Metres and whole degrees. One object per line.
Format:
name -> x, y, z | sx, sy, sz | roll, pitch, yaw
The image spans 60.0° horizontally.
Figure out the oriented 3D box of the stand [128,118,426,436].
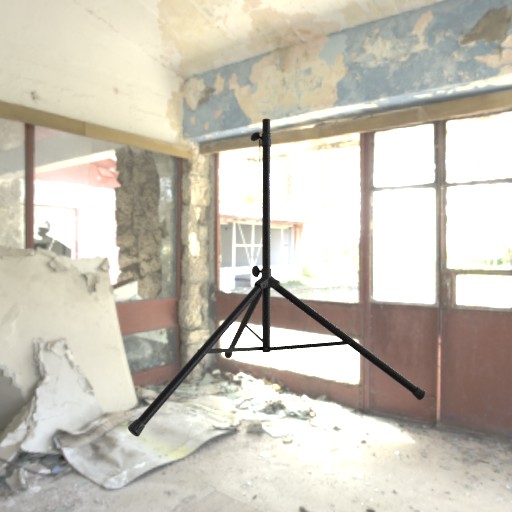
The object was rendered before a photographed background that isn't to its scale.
stand -> 0.000, 0.000, 2.811 | 1.596, 1.595, 1.339 | 0, 1, -17
